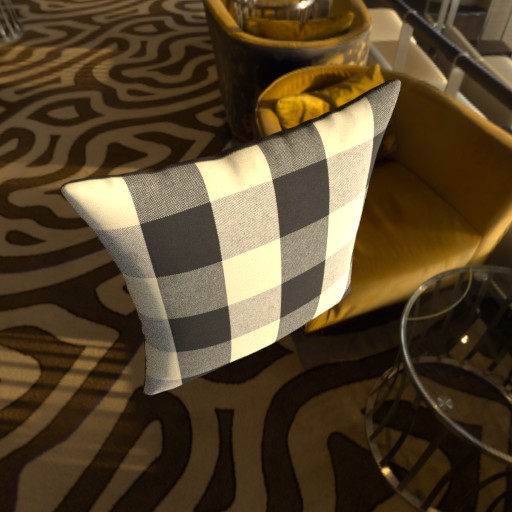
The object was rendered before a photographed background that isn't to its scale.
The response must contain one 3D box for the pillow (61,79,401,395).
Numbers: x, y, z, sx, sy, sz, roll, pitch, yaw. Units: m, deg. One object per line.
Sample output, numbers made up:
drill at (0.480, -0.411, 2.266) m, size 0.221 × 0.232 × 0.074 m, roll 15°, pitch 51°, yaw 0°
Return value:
pillow at (0.000, 0.000, 0.769) m, size 0.511 × 0.509 × 0.161 m, roll -24°, pitch 51°, yaw -21°
